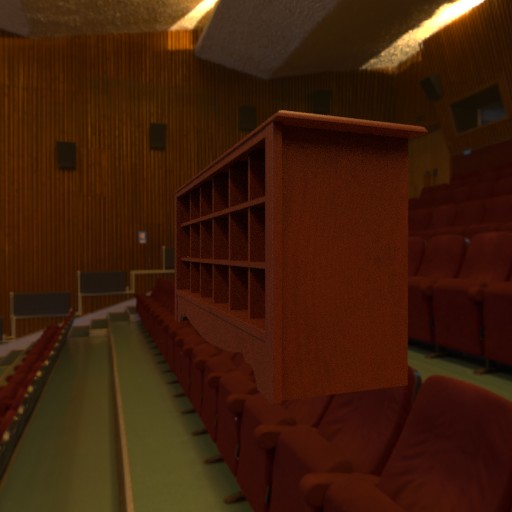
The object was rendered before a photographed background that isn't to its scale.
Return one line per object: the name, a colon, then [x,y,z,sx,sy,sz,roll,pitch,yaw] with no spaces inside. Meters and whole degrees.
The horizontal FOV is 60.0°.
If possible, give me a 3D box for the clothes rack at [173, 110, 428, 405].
clothes rack: [0.000,0.000,1.515,0.362,0.594,1.251,0,1,-20]
